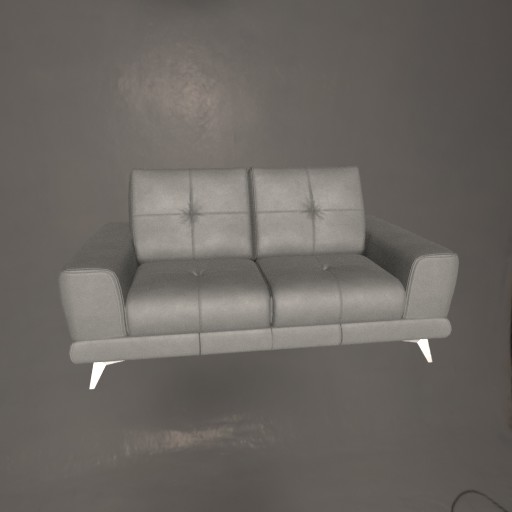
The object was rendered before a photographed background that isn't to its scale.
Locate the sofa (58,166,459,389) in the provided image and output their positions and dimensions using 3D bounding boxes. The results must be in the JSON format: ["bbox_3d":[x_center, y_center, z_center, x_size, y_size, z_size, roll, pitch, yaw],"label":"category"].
[{"bbox_3d":[0.000,0.000,2.398,1.806,0.907,1.018,-2,16,-8],"label":"sofa"}]
